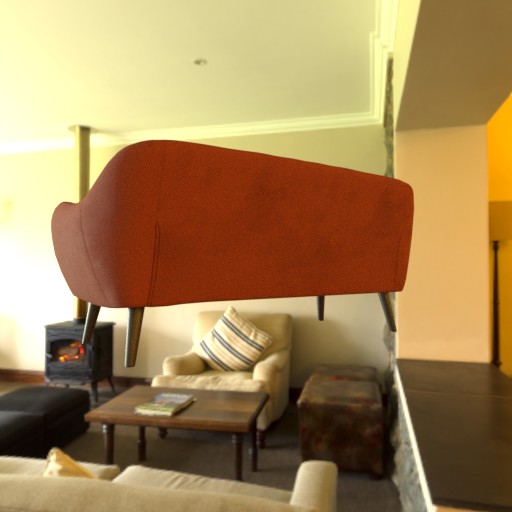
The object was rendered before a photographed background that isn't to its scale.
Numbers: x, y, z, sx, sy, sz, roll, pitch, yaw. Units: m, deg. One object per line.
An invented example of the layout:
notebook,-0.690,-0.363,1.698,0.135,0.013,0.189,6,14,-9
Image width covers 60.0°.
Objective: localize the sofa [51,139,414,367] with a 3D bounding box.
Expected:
sofa,0.000,0.000,2.279,1.840,0.836,0.820,1,-1,-35
